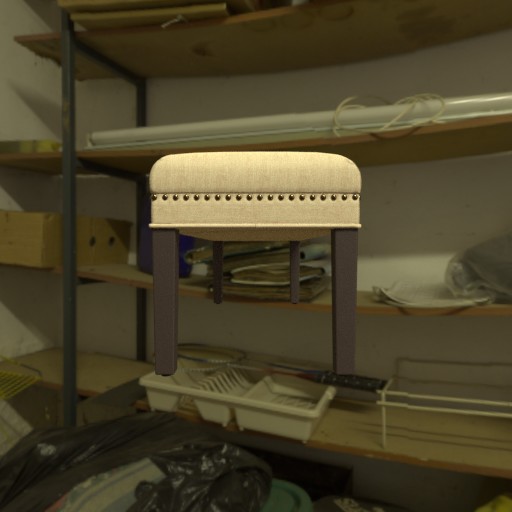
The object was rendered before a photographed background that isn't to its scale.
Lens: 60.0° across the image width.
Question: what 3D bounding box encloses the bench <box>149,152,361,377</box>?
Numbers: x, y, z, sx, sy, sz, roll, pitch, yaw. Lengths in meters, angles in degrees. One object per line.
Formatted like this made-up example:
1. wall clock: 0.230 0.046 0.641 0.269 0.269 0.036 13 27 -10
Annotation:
1. bench: 0.000 0.000 1.456 0.410 0.457 1.219 0 1 0
